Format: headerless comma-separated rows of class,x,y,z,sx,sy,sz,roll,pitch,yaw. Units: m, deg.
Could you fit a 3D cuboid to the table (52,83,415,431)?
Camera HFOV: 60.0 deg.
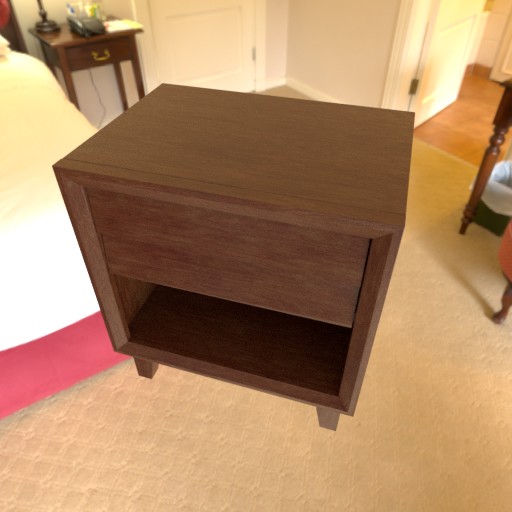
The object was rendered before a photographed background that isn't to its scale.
table,0.000,0.000,1.018,0.557,0.609,0.449,11,42,13
